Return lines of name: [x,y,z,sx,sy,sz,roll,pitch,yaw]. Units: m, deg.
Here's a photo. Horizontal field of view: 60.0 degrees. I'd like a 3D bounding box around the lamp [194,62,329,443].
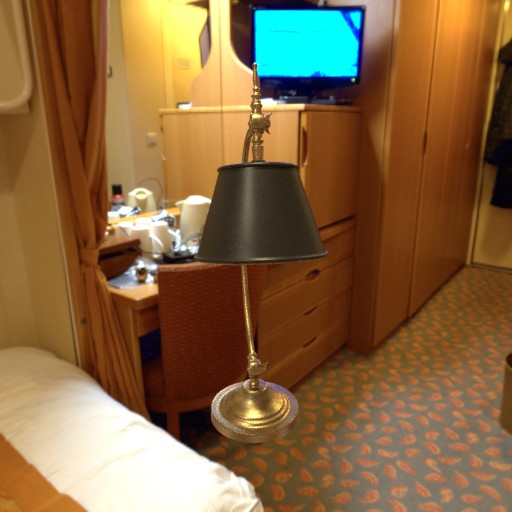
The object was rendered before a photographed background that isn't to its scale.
lamp: [0.000,0.000,0.835,0.235,0.675,0.344,-3,17,-8]
